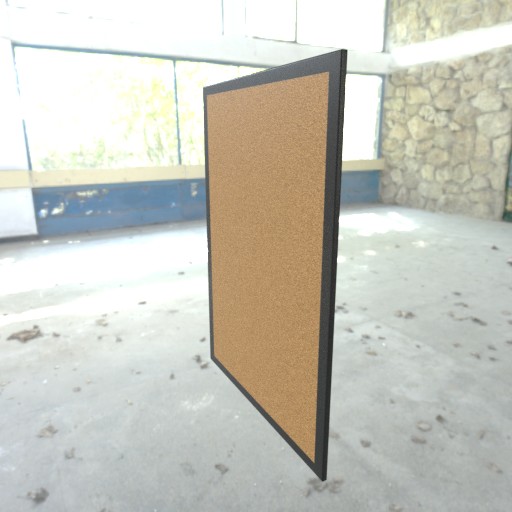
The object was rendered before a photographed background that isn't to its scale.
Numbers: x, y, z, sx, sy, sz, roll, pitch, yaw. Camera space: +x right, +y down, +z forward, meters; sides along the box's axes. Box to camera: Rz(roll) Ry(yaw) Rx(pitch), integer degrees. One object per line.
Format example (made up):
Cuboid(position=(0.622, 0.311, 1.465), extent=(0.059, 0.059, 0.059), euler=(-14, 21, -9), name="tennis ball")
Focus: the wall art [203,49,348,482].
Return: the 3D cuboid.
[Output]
Cuboid(position=(0.000, 0.000, 1.256), extent=(0.013, 0.967, 0.707), euler=(-8, 17, -27), name="wall art")
